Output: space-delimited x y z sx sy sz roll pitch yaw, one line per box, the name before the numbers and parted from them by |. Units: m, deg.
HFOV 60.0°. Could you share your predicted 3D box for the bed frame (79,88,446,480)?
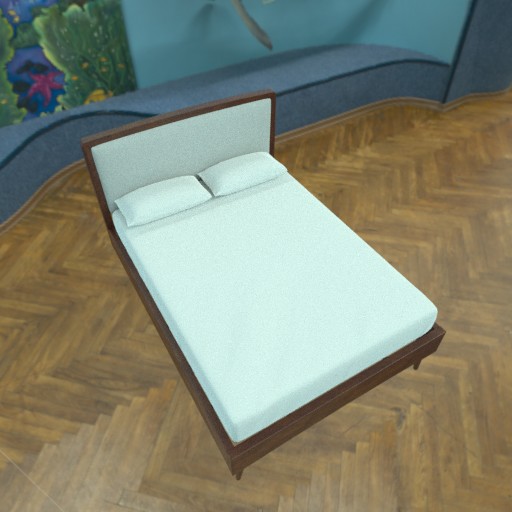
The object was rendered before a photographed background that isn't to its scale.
bed frame | 0.000 0.000 3.136 1.587 1.279 2.171 -23 49 -21
